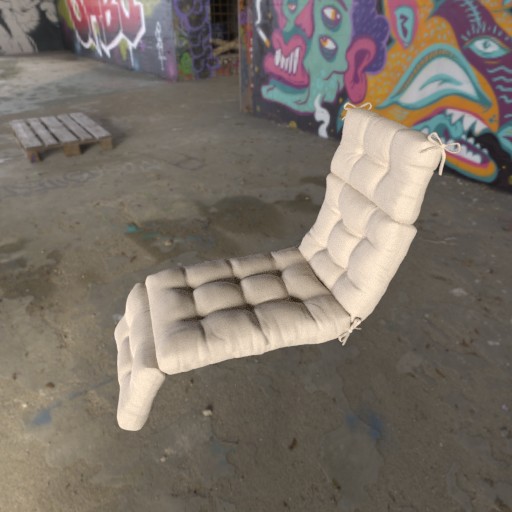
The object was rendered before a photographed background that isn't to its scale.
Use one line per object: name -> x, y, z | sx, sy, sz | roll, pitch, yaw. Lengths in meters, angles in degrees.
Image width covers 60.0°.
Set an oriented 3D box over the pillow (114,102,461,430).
pillow -> 0.000, 0.000, 1.470 | 1.016, 0.863, 0.526 | -9, 31, -14
